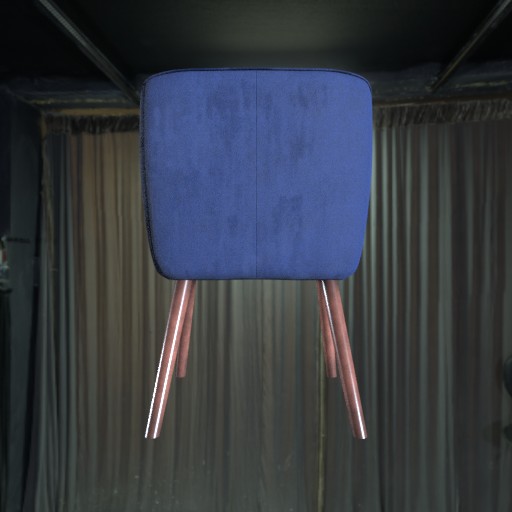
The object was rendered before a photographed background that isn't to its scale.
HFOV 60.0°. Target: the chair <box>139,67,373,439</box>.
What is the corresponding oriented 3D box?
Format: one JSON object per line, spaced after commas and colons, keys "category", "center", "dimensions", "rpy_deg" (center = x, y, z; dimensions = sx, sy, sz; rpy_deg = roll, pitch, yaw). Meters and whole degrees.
{"category": "chair", "center": [0.000, 0.000, 1.246], "dimensions": [0.600, 0.820, 0.600], "rpy_deg": [0, 0, 0]}
